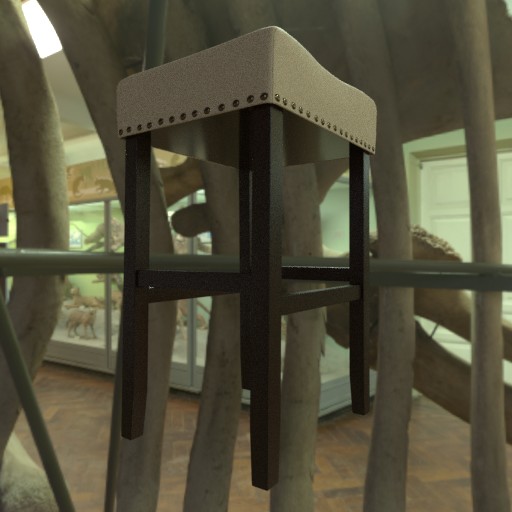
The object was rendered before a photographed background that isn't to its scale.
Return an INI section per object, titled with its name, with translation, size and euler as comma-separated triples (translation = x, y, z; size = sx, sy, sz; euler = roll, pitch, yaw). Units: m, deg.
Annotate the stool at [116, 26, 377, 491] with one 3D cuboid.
[stool]
translation = 0.000, 0.000, 1.006
size = 0.401, 0.762, 0.471
euler = 0, 0, 35
